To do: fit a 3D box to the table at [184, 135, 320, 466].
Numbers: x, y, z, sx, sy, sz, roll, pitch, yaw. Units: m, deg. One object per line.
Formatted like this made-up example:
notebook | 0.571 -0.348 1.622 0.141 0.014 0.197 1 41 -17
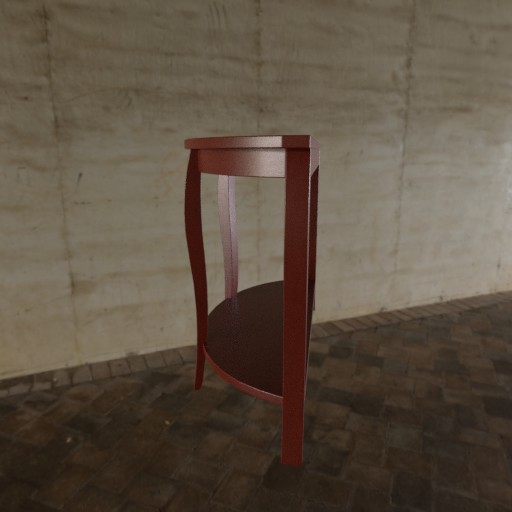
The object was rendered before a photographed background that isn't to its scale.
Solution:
table | 0.000 0.000 1.561 0.405 0.779 1.219 2 13 9
